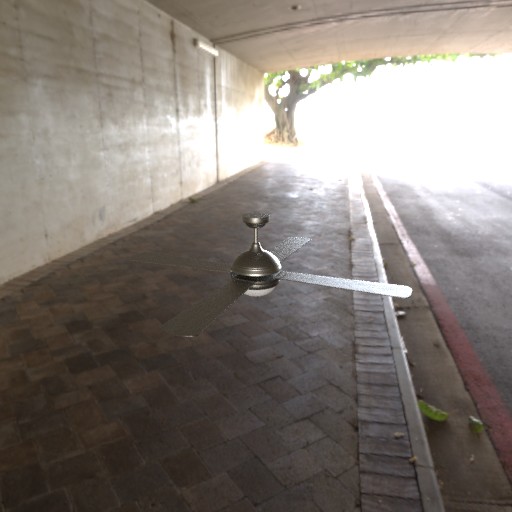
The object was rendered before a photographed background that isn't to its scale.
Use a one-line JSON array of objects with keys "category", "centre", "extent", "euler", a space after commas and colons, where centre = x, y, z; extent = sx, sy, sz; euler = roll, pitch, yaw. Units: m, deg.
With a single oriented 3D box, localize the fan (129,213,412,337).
[{"category": "fan", "centre": [0.000, 0.000, 2.050], "extent": [1.321, 0.381, 1.321], "euler": [15, 23, 41]}]
